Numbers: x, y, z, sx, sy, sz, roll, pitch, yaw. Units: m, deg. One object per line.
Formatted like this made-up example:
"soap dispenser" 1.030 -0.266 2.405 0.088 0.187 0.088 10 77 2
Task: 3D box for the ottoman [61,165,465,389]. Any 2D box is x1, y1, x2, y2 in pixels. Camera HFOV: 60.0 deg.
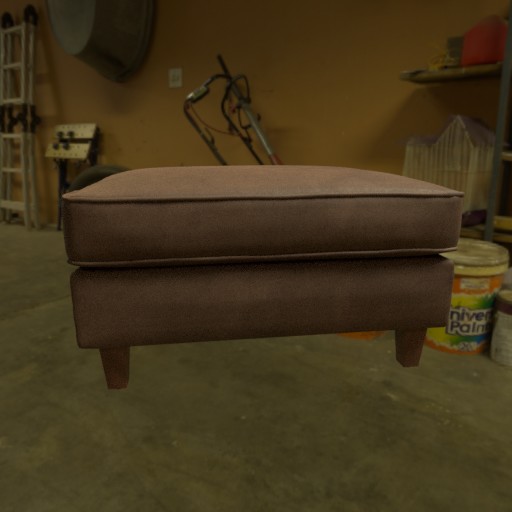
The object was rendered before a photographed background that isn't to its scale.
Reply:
"ottoman" 0.000 0.000 1.213 0.860 0.481 0.596 -2 15 -8
